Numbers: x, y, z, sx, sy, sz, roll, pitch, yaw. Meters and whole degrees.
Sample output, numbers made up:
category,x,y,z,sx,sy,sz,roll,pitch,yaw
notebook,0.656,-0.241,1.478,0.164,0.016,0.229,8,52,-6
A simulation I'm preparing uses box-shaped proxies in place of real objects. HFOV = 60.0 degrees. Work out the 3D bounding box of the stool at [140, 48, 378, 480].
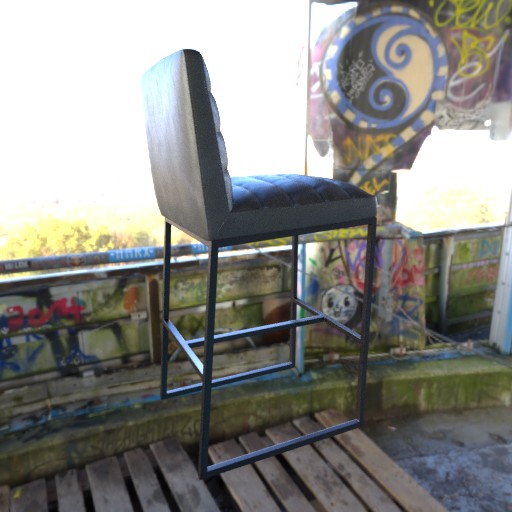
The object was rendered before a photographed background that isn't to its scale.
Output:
category,x,y,z,sx,sy,sz,roll,pitch,yaw
stool,0.000,0.000,1.343,0.562,1.065,0.463,-7,16,-25
